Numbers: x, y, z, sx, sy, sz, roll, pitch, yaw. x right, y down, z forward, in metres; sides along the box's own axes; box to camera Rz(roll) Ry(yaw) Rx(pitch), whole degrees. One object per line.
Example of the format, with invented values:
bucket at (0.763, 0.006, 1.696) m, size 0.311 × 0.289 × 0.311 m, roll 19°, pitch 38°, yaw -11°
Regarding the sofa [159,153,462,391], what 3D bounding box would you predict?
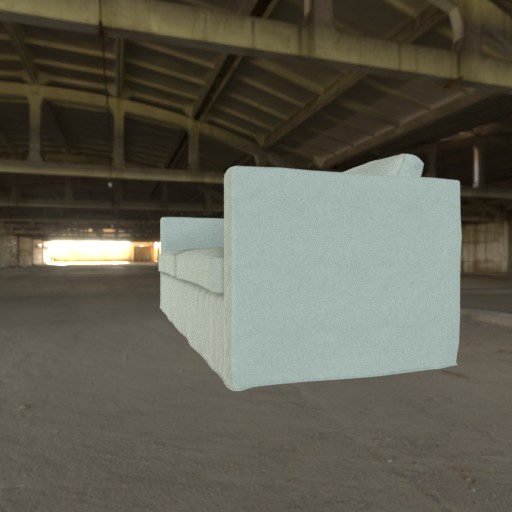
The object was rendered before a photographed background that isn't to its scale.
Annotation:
sofa at (0.000, 0.000, 2.646) m, size 0.962 × 0.853 × 2.312 m, roll 0°, pitch 0°, yaw -18°
